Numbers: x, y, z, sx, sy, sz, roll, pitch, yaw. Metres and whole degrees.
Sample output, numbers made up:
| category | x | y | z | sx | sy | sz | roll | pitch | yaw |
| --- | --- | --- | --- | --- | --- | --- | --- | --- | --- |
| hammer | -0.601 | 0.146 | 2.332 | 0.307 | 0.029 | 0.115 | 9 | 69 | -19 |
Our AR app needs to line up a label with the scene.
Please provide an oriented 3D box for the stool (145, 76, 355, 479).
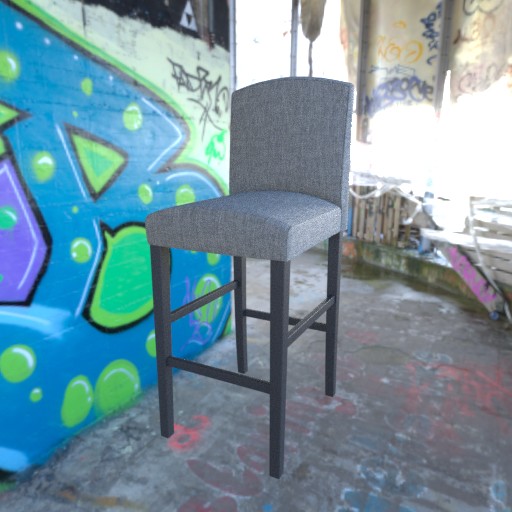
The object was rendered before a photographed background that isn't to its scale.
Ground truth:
| category | x | y | z | sx | sy | sz | roll | pitch | yaw |
| --- | --- | --- | --- | --- | --- | --- | --- | --- | --- |
| stool | 0.000 | 0.000 | 1.416 | 0.451 | 1.138 | 0.552 | 7 | 15 | 27 |
